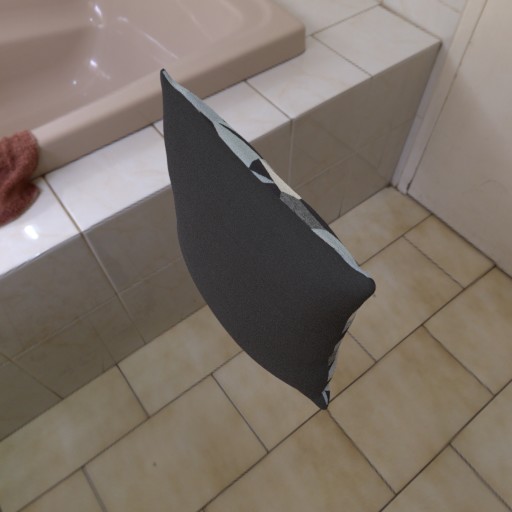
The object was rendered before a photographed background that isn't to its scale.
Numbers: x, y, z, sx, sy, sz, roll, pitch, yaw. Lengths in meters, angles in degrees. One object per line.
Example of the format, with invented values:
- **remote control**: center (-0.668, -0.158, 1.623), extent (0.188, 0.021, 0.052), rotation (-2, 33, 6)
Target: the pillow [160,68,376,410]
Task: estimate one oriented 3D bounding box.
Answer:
- **pillow**: center (0.000, 0.000, 0.795), extent (0.208, 0.496, 0.503), rotation (-30, 62, -18)
